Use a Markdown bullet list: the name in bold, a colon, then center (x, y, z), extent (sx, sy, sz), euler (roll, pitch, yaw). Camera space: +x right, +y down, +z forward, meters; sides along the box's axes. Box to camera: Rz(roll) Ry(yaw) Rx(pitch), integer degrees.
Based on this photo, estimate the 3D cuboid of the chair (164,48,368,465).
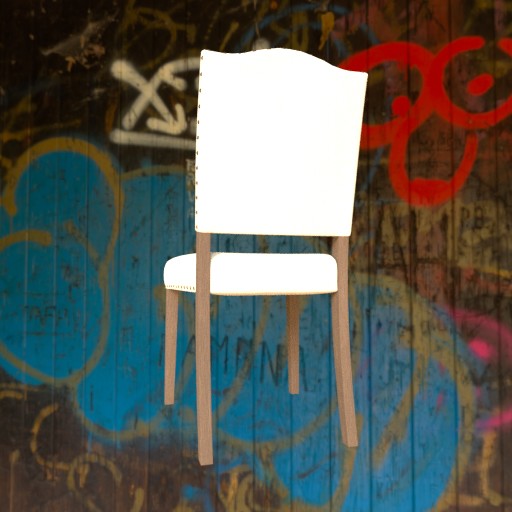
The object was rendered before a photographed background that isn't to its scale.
- **chair**: center (0.000, 0.000, 1.363), extent (0.508, 1.015, 0.619), euler (1, -2, -16)
